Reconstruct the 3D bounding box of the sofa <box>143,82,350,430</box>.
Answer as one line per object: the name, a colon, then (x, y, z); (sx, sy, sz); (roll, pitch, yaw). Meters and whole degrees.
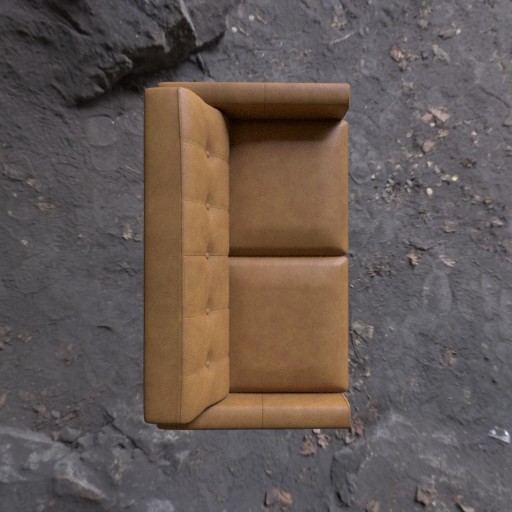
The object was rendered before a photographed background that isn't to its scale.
sofa: (0.000, 0.000, 2.258); (0.952, 0.925, 1.651); (0, 90, 0)
